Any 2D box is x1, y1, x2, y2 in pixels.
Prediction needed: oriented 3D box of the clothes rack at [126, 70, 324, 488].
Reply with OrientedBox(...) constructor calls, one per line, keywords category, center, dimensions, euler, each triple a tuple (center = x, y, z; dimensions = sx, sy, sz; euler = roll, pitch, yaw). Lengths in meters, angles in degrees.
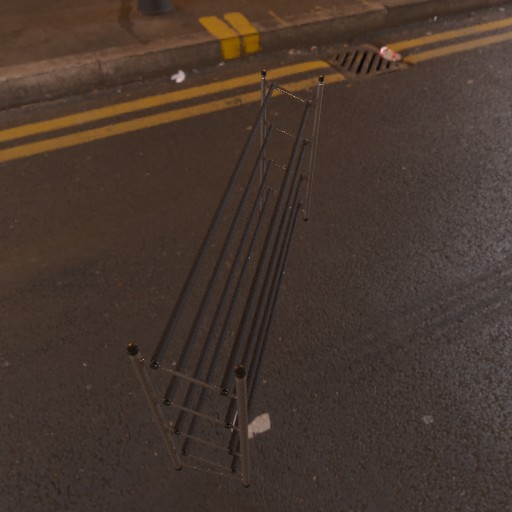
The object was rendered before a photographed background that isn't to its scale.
OrientedBox(category="clothes rack", center=(0.000, 0.000, 1.420), dimensions=(0.229, 0.672, 1.168), euler=(10, 48, 9))
